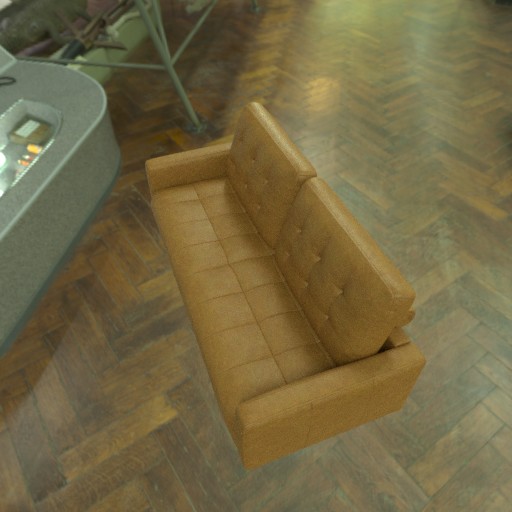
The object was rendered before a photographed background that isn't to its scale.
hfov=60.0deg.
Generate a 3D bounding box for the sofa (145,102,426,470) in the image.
[{"bbox_3d":[0.000,0.000,2.323,0.850,0.898,1.821,-15,48,-14],"label":"sofa"}]
